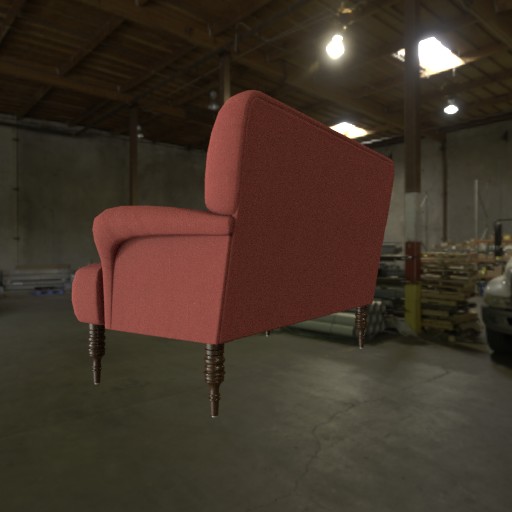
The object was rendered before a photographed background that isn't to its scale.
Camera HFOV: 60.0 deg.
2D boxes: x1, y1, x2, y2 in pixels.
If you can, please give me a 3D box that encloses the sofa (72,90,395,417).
[{"bbox_3d":[0.000,0.000,1.817,0.779,0.889,1.297,0,1,35],"label":"sofa"}]
